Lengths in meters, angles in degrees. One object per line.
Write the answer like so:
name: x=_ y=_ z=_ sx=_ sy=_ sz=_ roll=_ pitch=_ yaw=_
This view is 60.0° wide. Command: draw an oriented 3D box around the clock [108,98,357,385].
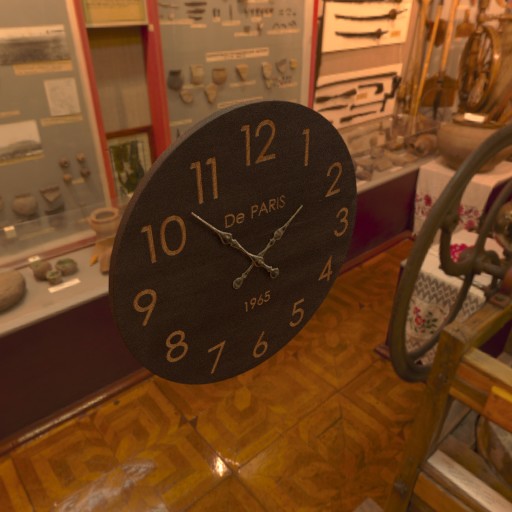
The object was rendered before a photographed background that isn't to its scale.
clock: x=0.000 y=0.000 z=0.886 sx=0.595 sy=0.595 sz=0.029 roll=-23 pitch=38 yaw=-33
